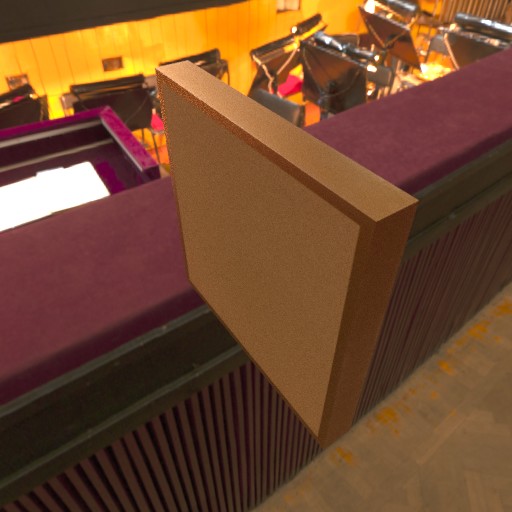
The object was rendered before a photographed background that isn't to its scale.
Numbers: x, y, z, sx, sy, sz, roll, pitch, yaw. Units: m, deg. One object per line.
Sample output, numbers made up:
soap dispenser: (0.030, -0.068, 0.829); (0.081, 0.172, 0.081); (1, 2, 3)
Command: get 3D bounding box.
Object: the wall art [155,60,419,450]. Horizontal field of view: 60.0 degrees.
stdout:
wall art: (0.000, 0.000, 0.465); (0.038, 0.305, 0.306); (-25, 48, -25)
